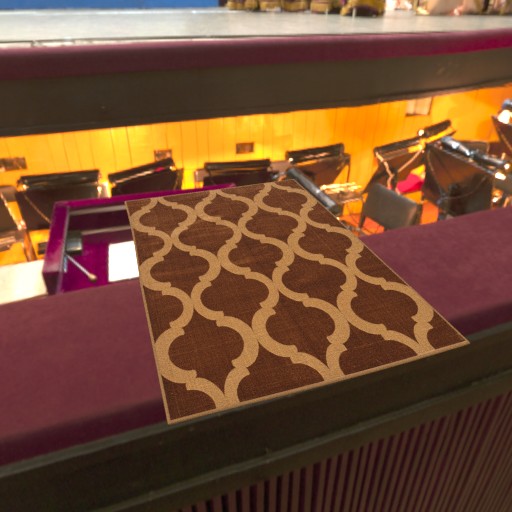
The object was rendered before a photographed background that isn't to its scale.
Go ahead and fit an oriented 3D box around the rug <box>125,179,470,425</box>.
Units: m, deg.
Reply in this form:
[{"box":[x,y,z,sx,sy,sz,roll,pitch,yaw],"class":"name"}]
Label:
[{"box":[0.000,0.000,2.938,1.526,0.014,2.290,-10,33,-16],"class":"rug"}]
